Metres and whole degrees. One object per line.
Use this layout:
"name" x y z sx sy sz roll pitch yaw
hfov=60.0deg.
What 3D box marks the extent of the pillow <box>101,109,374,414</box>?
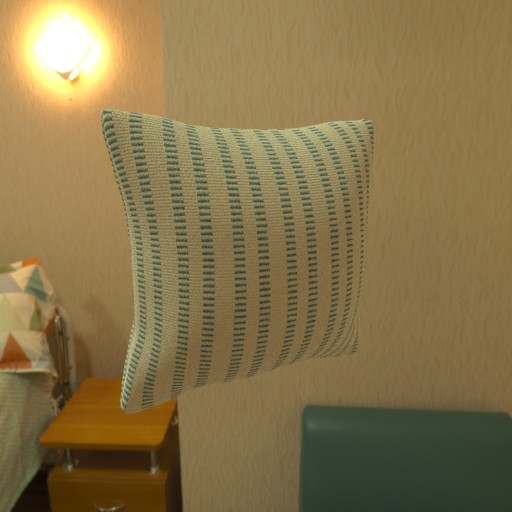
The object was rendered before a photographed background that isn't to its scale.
"pillow" 0.000 0.000 0.686 0.438 0.419 0.247 -7 15 -27
